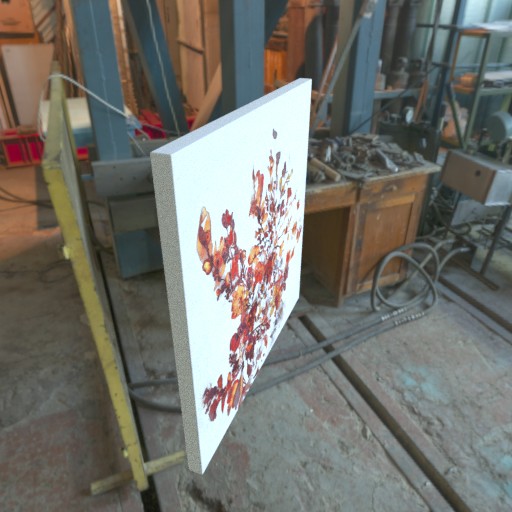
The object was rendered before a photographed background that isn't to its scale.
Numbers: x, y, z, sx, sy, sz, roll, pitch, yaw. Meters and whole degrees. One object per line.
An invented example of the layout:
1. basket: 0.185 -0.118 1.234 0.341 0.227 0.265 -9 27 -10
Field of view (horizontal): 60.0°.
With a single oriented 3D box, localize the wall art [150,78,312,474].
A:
1. wall art: 0.000 0.000 1.144 0.037 0.757 0.757 11 32 19
